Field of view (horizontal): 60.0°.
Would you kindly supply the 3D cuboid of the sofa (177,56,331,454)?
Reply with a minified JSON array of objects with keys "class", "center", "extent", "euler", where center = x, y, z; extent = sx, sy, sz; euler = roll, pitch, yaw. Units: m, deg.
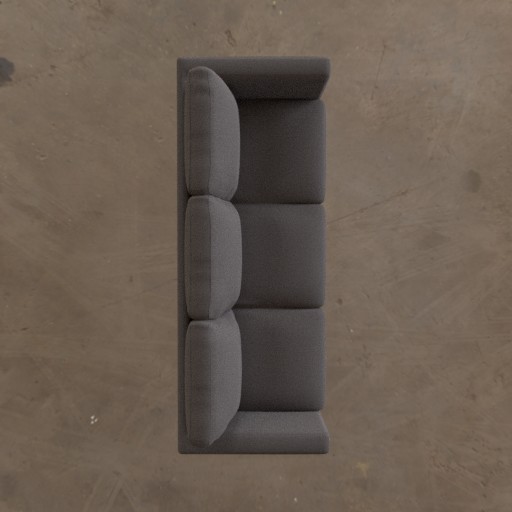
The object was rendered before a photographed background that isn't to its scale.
[{"class":"sofa","center":[0.000,0.000,2.486],"extent":[0.802,0.912,2.029],"euler":[0,91,0]}]
